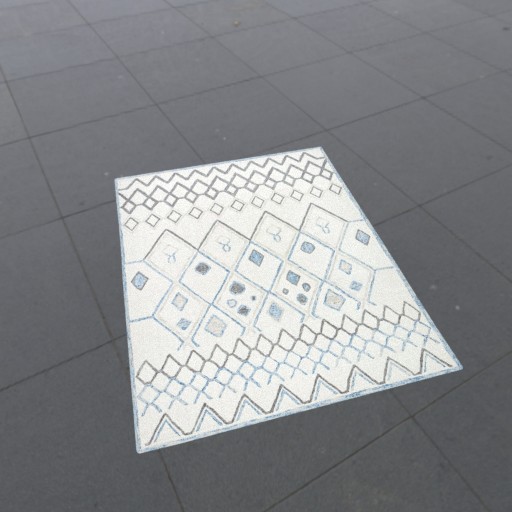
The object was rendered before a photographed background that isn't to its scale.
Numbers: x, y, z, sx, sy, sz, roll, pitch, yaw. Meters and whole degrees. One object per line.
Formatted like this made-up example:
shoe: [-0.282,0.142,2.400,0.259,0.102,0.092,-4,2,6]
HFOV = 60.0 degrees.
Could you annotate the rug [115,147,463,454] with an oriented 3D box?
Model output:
rug: [0.000,0.000,4.140,2.441,0.013,3.056,-11,48,-10]
